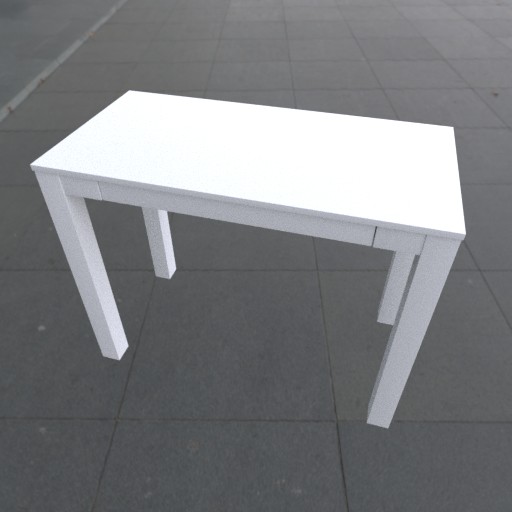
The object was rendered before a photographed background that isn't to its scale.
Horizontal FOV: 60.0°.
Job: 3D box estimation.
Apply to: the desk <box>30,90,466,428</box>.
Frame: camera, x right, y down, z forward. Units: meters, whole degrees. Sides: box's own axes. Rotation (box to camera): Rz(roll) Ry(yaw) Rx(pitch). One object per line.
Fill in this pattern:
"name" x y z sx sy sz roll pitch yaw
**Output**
"desk" 0.000 0.000 1.394 0.990 0.762 0.497 11 42 12
